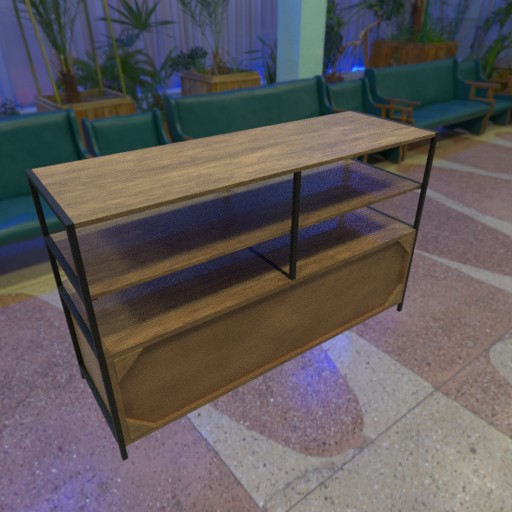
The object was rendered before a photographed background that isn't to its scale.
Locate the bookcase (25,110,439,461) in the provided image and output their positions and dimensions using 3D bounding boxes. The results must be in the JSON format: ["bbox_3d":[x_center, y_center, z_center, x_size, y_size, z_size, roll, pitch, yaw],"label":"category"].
[{"bbox_3d":[0.000,0.000,1.437,1.149,0.712,0.391,-20,36,-30],"label":"bookcase"}]
